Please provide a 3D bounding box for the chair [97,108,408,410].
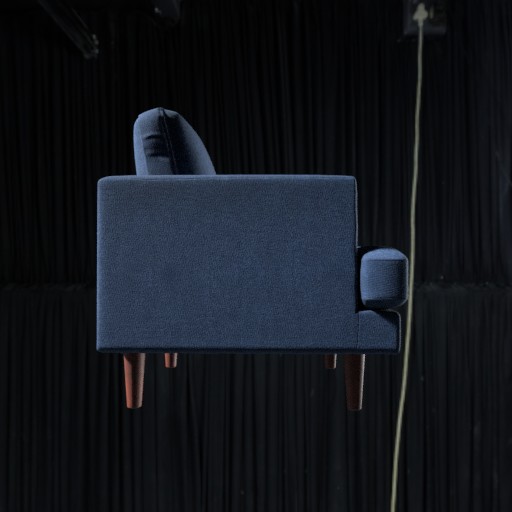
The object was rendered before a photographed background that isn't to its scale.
[{"bbox_3d":[0.000,0.000,1.666,0.899,0.957,0.858,0,-1,2],"label":"chair"}]
